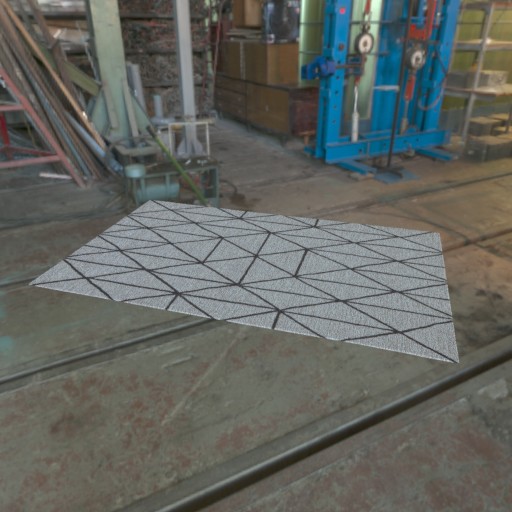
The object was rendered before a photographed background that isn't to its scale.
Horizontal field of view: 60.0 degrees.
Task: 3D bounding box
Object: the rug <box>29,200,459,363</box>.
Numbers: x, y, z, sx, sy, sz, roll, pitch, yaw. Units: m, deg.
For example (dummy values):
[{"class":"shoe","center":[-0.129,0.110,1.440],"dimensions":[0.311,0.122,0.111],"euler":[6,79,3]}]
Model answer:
[{"class":"rug","center":[0.000,0.000,3.055],"dimensions":[2.465,0.008,1.526],"euler":[8,29,15]}]
